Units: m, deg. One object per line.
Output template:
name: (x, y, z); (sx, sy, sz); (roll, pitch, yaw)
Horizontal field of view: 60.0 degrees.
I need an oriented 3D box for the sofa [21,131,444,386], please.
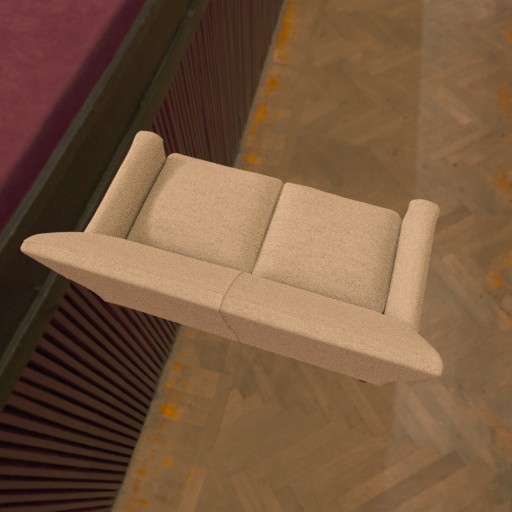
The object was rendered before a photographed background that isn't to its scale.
sofa: (0.000, 0.000, 2.038); (1.482, 0.892, 0.891); (16, 64, 8)
